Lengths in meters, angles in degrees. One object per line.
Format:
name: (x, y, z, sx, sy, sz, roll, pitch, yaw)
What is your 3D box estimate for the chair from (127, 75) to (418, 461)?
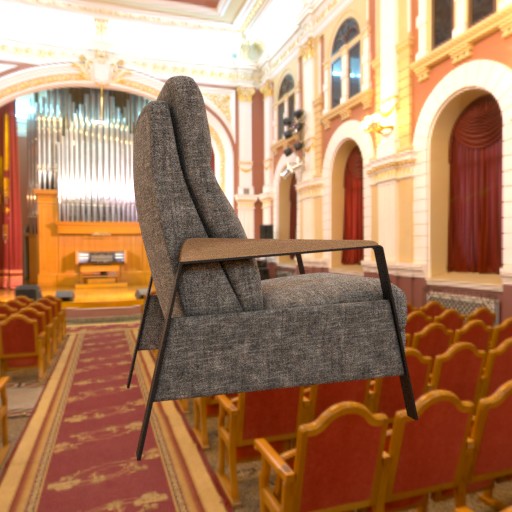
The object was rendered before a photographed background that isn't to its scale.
chair: (0.000, 0.000, 1.586, 0.868, 1.042, 0.671, 0, 1, -18)
